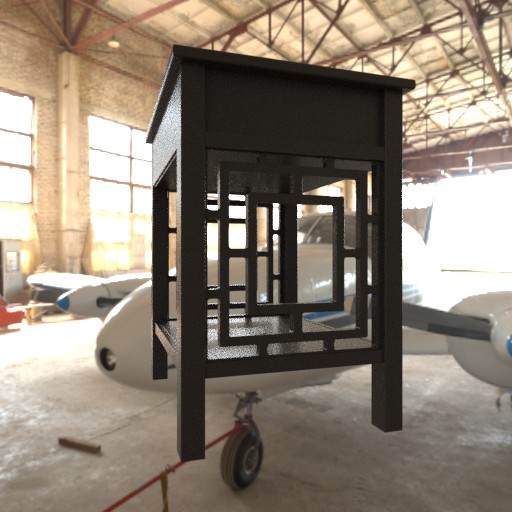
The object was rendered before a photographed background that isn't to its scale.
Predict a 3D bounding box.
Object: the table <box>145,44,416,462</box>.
[{"bbox_3d":[0.000,0.000,1.010,0.451,0.646,0.564,0,0,-18],"label":"table"}]
